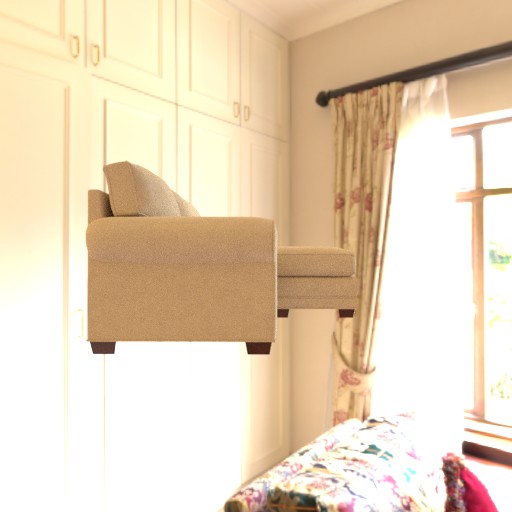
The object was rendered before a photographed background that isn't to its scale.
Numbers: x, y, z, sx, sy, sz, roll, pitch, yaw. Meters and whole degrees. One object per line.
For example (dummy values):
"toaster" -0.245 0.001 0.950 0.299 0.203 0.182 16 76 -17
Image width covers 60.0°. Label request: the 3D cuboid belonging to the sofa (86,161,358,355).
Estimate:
"sofa" 0.000 0.000 2.418 1.226 0.734 1.770 0 0 1
